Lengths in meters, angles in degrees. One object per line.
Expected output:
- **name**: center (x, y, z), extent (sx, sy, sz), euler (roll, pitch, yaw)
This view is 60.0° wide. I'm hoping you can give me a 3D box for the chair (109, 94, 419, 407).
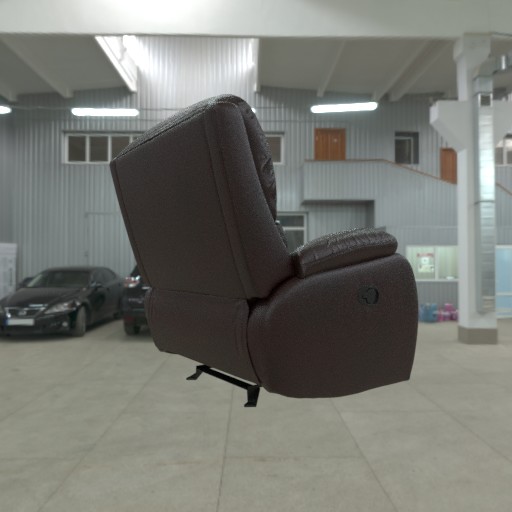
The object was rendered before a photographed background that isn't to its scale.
- **chair**: center (0.000, 0.000, 1.765), extent (0.899, 1.011, 0.930), euler (0, -1, -36)
